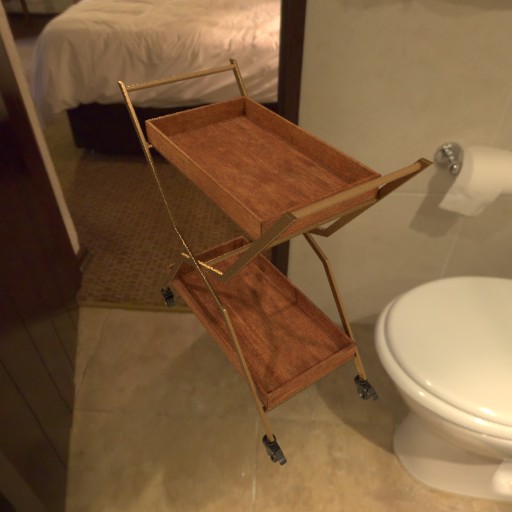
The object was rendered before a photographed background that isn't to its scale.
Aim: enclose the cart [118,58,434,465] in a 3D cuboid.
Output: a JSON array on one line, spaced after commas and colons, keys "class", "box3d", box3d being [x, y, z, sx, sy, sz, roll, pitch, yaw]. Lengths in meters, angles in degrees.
[{"class": "cart", "box3d": [0.000, 0.000, 1.340, 0.405, 0.869, 0.836, -24, 46, -25]}]
